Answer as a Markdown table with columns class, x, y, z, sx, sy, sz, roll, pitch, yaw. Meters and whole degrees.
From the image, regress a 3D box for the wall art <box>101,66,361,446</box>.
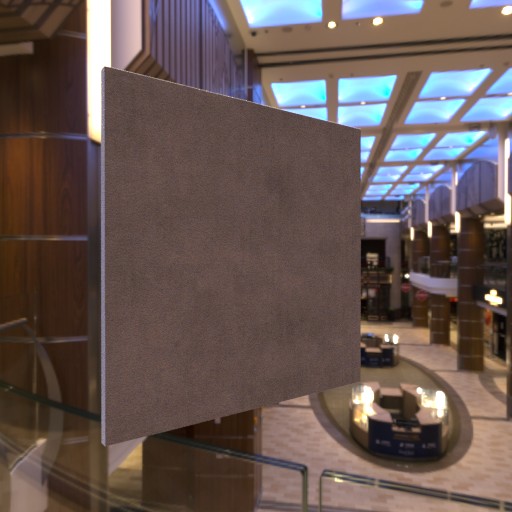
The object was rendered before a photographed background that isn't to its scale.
| class | x | y | z | sx | sy | sz | roll | pitch | yaw |
| --- | --- | --- | --- | --- | --- | --- | --- | --- | --- |
| wall art | 0.000 | 0.000 | 0.972 | 0.664 | 0.661 | 0.020 | 0 | 0 | -36 |
